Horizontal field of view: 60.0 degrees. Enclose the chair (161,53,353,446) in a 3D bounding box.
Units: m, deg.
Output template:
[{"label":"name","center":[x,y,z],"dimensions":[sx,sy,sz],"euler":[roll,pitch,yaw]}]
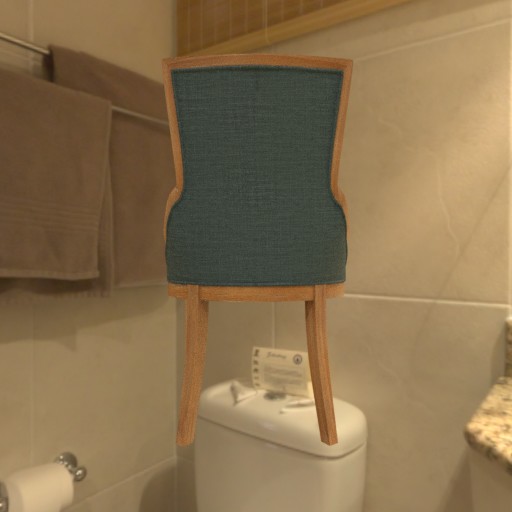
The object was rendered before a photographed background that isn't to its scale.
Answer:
[{"label":"chair","center":[0.000,0.000,1.343],"dimensions":[0.524,0.947,0.641],"euler":[0,1,-1]}]
